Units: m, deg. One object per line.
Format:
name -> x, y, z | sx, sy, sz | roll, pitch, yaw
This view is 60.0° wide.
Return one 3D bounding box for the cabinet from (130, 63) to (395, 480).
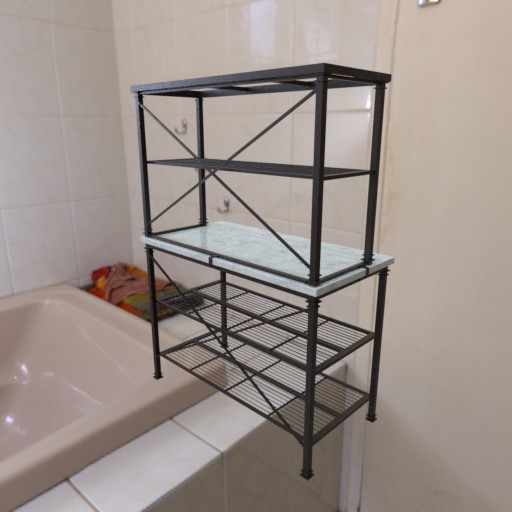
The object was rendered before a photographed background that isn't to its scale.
cabinet -> 0.000, 0.000, 2.261 | 1.210, 1.659, 0.610 | 15, 22, 42
